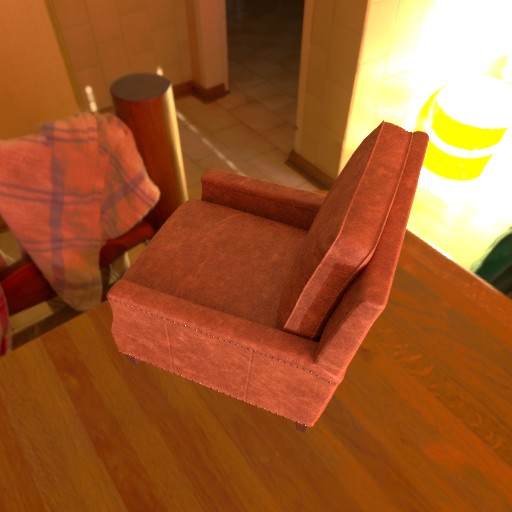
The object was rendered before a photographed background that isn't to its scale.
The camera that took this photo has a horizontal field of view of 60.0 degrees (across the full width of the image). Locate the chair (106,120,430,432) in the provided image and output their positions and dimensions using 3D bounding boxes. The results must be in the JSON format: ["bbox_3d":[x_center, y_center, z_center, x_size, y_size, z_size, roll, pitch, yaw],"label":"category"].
[{"bbox_3d":[0.000,0.000,1.808,1.035,1.054,0.854,17,49,15],"label":"chair"}]
